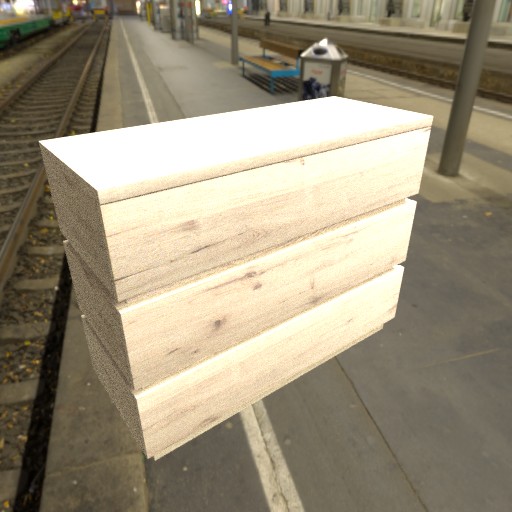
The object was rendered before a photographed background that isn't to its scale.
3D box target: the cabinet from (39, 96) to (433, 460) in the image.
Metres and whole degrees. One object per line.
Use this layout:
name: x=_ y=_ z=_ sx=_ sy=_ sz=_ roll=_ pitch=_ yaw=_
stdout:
cabinet: x=0.000 y=0.000 z=1.432 sx=1.040 sy=0.820 sz=0.420 roll=-20 pitch=35 yaw=-31
